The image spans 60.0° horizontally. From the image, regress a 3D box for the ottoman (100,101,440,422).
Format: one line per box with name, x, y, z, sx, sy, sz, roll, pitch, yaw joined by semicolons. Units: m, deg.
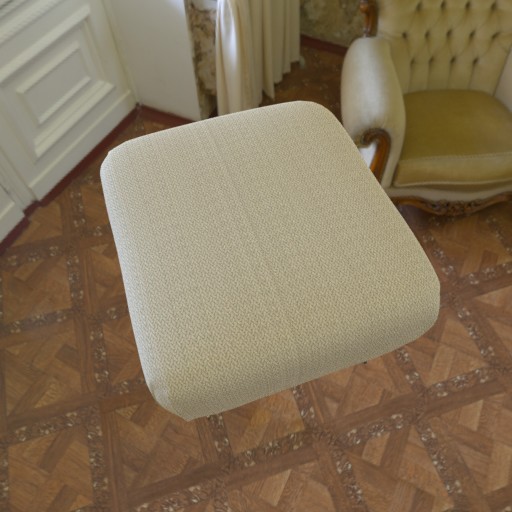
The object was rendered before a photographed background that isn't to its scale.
ottoman;0.000;0.000;1.111;0.622;0.447;0.684;-16;59;-10
